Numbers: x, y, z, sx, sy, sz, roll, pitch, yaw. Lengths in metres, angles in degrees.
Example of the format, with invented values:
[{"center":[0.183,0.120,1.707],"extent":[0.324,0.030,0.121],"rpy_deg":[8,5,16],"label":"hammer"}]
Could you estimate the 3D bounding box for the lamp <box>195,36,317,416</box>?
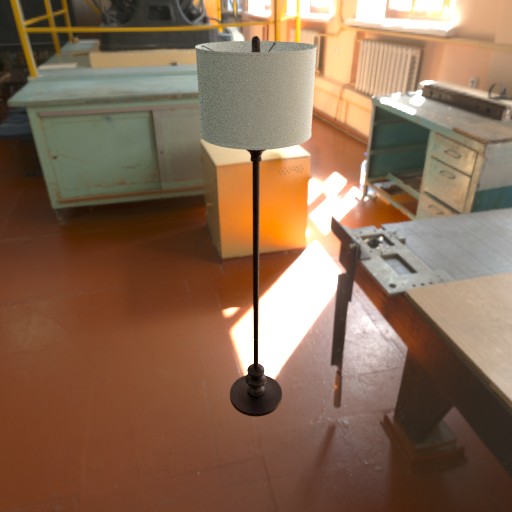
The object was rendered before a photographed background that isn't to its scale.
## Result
[{"center":[0.000,0.000,1.668],"extent":[0.356,1.487,0.356],"rpy_deg":[11,32,18],"label":"lamp"}]
